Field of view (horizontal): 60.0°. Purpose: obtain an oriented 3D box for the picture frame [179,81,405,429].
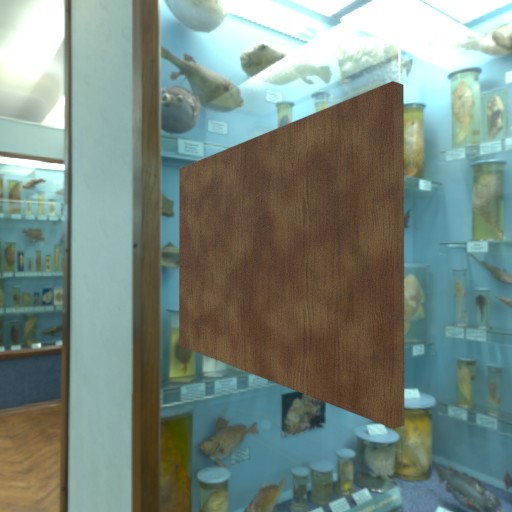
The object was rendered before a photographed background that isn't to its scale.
[{"bbox_3d":[0.000,0.000,1.217,0.029,0.640,0.950,0,-1,-34],"label":"picture frame"}]
